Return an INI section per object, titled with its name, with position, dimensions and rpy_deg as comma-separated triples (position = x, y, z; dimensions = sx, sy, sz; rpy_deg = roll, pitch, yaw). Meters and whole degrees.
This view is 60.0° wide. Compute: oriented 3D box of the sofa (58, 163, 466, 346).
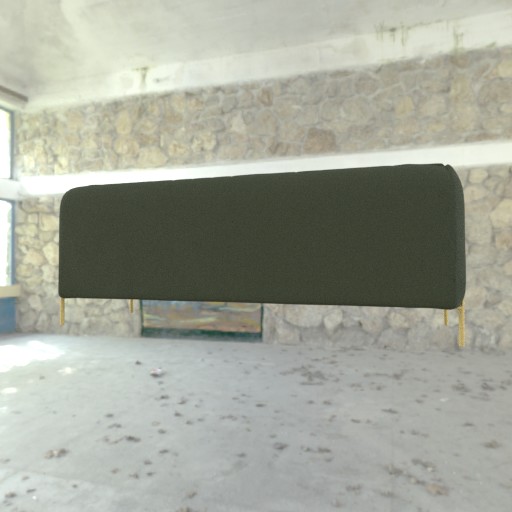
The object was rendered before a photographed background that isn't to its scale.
[sofa]
position = 0.000, 0.000, 2.577
dimensions = 2.137, 0.793, 0.896
rpy_deg = 0, -1, 18
